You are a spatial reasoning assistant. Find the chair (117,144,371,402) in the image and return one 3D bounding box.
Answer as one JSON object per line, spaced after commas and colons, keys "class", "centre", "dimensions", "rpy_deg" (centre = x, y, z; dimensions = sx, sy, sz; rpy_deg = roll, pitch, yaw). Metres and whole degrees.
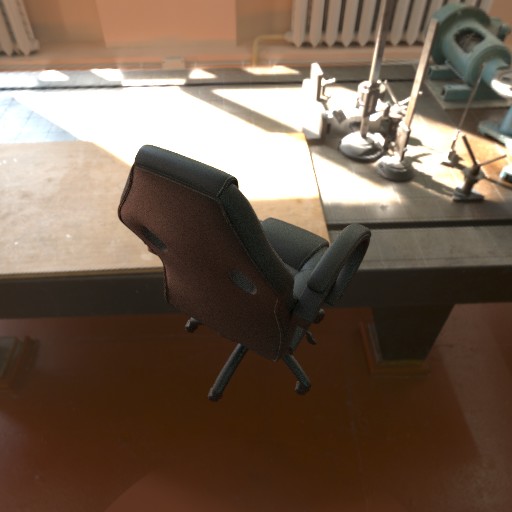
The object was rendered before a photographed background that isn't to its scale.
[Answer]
{"class": "chair", "centre": [0.000, 0.000, 1.623], "dimensions": [0.673, 1.187, 0.724], "rpy_deg": [24, 51, 22]}
